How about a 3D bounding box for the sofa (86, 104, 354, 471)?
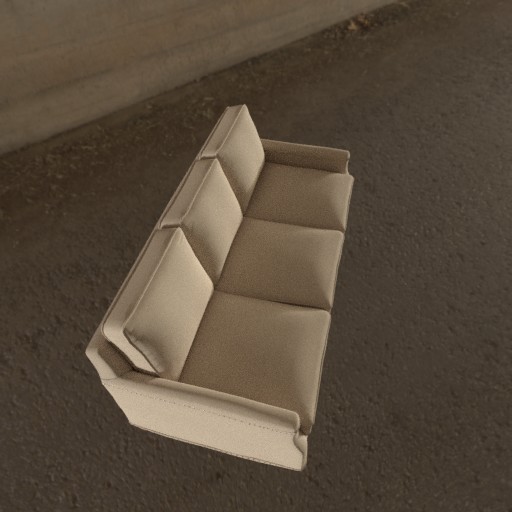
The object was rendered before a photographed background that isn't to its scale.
[{"bbox_3d":[0.000,0.000,2.874,1.084,1.003,2.246,11,48,9],"label":"sofa"}]
